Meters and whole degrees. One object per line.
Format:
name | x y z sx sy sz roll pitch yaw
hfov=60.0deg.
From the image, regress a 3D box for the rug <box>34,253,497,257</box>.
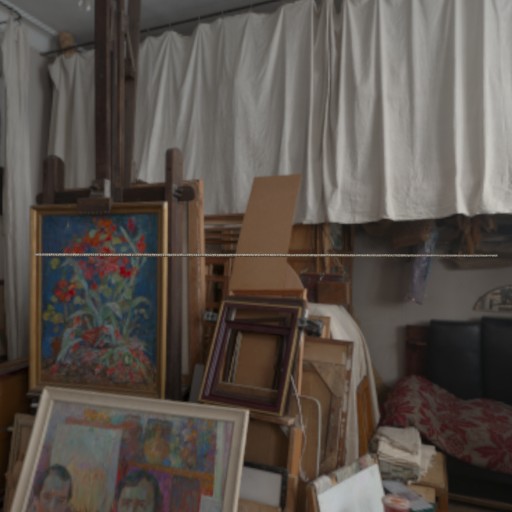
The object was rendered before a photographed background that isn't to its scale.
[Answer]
rug | 0.000 0.000 2.126 1.752 0.006 1.142 0 0 -18
